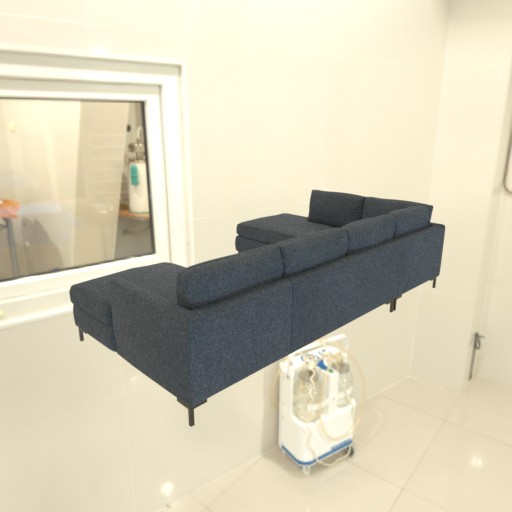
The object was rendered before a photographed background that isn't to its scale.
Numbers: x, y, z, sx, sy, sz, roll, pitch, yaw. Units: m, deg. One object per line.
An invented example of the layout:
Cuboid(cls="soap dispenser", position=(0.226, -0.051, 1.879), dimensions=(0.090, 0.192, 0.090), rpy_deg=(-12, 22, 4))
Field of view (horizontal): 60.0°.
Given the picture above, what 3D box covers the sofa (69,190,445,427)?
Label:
Cuboid(cls="sofa", position=(0.000, 0.000, 3.799), dimensions=(2.956, 0.813, 2.007), rpy_deg=(-16, 23, -42))
